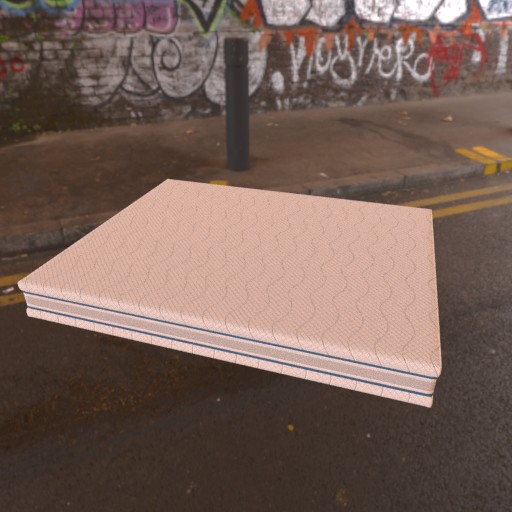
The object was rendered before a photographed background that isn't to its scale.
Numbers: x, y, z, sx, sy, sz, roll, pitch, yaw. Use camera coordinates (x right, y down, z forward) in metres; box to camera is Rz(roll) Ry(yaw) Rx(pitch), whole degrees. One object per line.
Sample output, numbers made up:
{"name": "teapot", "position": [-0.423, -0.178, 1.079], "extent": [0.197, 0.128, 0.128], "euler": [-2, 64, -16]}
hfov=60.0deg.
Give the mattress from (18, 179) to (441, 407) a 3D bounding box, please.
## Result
{"name": "mattress", "position": [0.000, 0.000, 2.663], "extent": [2.000, 0.230, 1.600], "euler": [9, 31, 15]}
